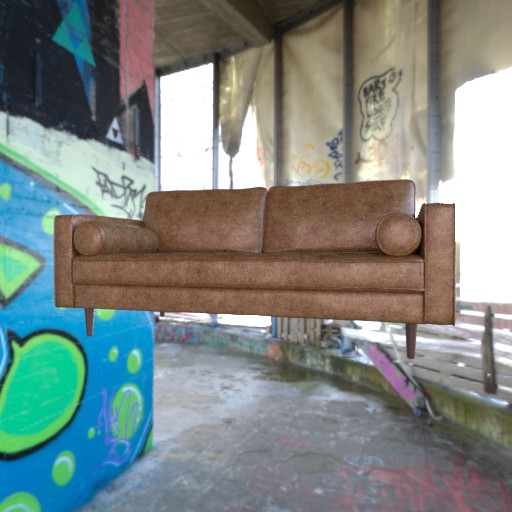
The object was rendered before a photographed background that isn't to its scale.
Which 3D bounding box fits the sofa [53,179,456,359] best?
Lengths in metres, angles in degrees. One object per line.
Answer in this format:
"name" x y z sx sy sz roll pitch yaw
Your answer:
"sofa" 0.000 0.000 2.394 1.920 0.825 0.924 0 0 18
